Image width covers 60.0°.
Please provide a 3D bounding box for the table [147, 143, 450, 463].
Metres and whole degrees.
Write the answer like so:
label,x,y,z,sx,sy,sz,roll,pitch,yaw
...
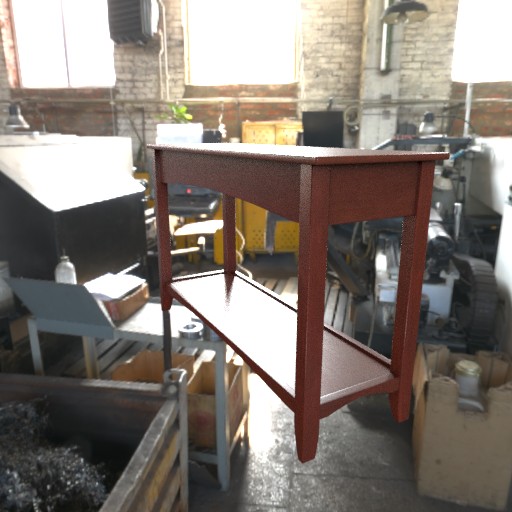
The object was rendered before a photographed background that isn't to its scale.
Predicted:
label,x,y,z,sx,sy,sz,roll,pitch,yaw
table,0.000,0.000,1.552,0.392,0.739,1.188,-8,18,-28
